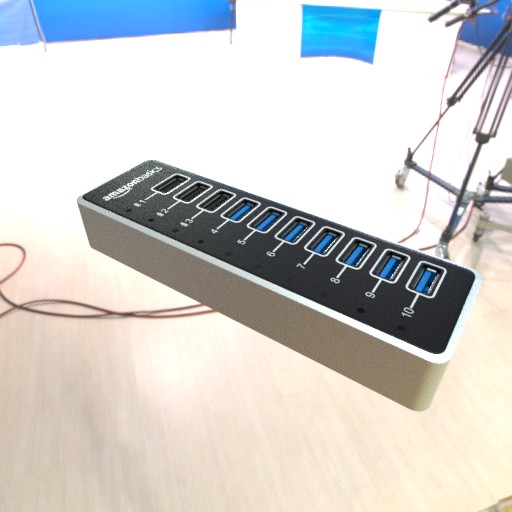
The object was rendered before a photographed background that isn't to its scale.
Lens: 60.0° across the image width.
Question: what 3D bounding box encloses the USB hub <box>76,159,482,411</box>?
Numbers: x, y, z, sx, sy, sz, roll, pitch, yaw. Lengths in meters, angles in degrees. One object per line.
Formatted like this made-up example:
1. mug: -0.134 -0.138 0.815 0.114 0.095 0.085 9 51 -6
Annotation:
1. USB hub: 0.000 0.000 0.164 0.145 0.023 0.044 23 44 25
